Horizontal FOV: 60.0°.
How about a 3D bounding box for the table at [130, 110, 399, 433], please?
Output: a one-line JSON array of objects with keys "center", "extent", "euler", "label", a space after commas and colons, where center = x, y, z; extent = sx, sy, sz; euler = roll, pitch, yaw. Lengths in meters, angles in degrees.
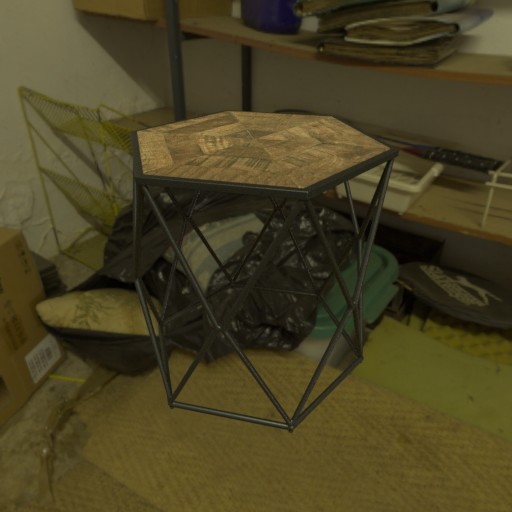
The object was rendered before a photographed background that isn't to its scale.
[{"center": [0.000, 0.000, 1.069], "extent": [0.578, 0.564, 0.579], "euler": [7, 31, 12], "label": "table"}]
